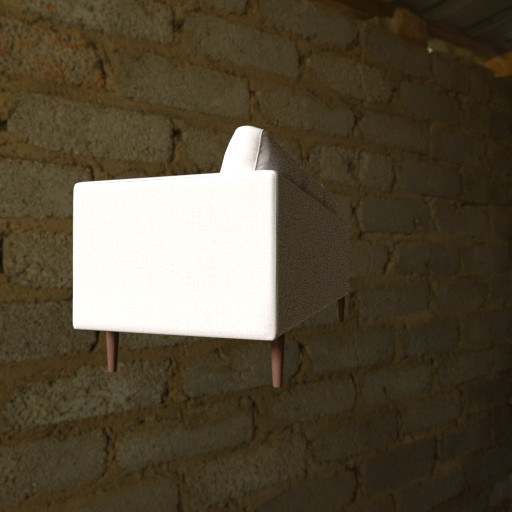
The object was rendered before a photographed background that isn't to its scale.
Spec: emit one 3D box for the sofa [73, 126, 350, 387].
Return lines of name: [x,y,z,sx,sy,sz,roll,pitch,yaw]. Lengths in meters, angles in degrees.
sofa: [0.000,0.000,2.439,0.802,0.912,2.029,0,-1,18]
